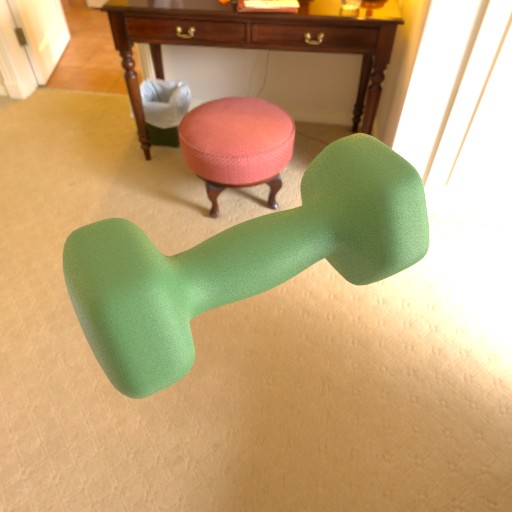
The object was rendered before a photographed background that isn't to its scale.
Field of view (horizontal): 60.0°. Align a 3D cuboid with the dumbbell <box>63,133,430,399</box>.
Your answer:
[{"bbox_3d":[0.000,0.000,0.328,0.257,0.114,0.126,-22,51,-19],"label":"dumbbell"}]
